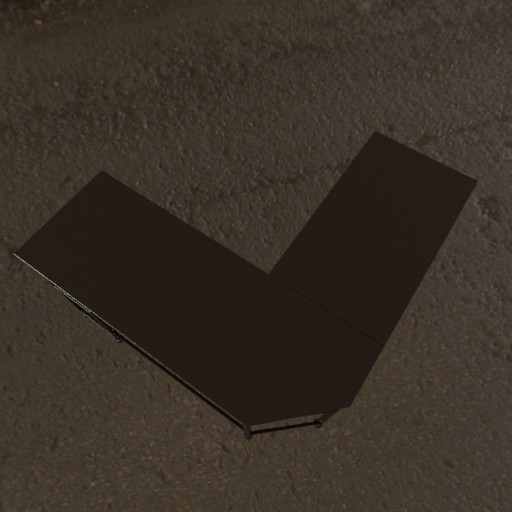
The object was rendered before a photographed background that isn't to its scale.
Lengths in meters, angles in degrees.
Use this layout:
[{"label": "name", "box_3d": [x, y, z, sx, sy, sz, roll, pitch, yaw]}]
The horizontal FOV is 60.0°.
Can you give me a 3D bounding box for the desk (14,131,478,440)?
[{"label": "desk", "box_3d": [0.000, 0.000, 2.163, 1.379, 0.739, 1.379, 32, 68, 15]}]
